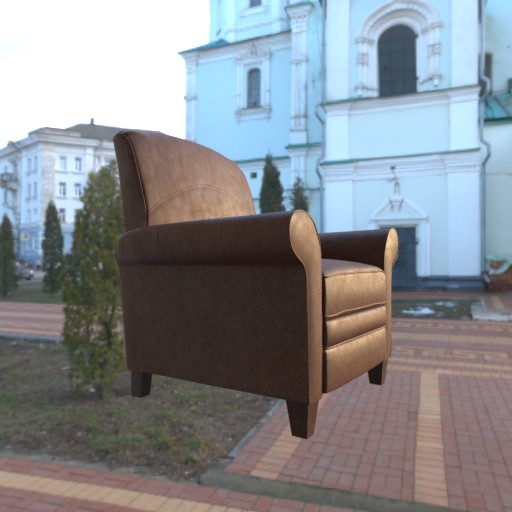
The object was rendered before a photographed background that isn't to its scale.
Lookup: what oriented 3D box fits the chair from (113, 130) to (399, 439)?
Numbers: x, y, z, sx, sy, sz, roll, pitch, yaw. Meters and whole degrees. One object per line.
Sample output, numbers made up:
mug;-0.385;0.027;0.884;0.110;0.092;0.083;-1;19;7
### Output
chair;0.000;0.000;1.795;0.902;1.061;0.978;0;-1;34
